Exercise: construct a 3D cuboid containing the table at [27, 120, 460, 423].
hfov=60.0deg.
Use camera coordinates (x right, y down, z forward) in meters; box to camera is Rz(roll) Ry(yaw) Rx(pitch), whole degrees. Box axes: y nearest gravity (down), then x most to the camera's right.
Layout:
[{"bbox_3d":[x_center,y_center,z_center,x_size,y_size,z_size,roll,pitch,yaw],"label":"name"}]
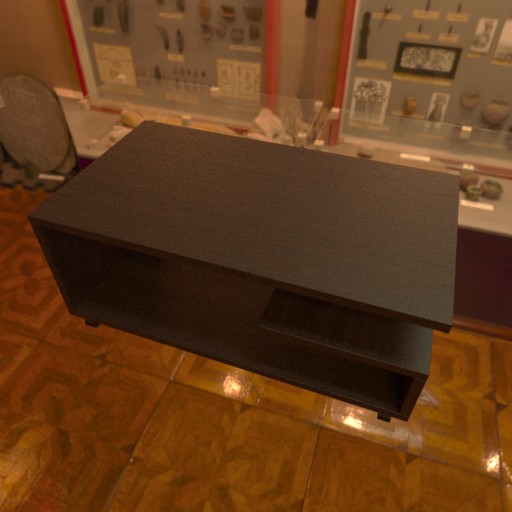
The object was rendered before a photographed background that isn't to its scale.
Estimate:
[{"bbox_3d":[0.000,0.000,1.374,1.050,0.460,0.590,14,44,15],"label":"table"}]
